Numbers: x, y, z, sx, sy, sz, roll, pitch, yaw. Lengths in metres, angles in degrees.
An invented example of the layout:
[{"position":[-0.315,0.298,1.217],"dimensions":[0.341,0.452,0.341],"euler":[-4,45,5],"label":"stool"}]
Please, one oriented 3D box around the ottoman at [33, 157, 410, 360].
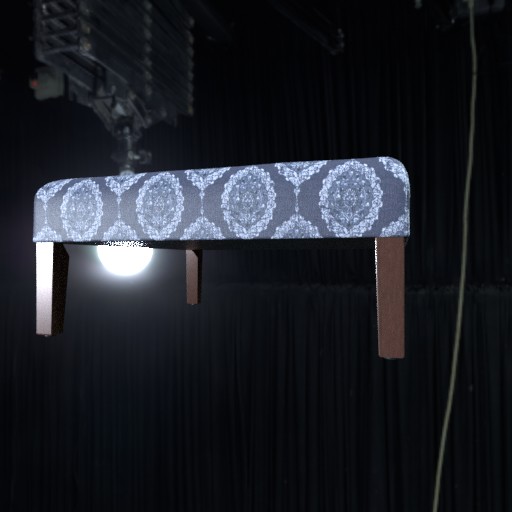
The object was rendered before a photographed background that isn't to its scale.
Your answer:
[{"position":[0.000,0.000,1.383],"dimensions":[0.889,0.409,0.890],"euler":[0,-1,18],"label":"ottoman"}]
